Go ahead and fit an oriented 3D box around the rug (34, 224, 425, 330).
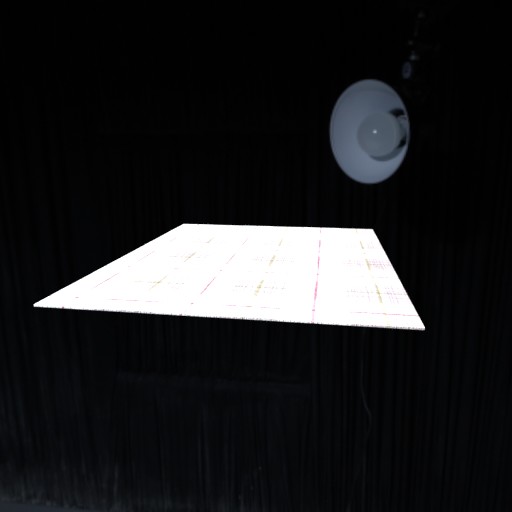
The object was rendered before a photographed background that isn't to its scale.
[{"bbox_3d":[0.000,0.000,3.988,2.317,0.016,2.959,2,14,9],"label":"rug"}]
